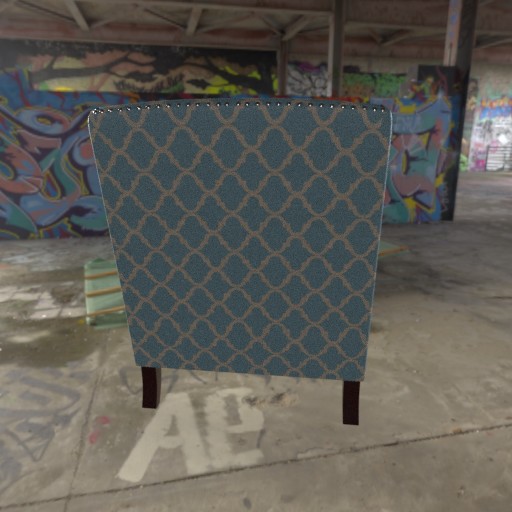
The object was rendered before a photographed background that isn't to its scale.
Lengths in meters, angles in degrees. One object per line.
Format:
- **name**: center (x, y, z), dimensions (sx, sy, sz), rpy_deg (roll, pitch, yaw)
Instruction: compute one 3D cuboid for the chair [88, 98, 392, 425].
- **chair**: center (0.000, 0.000, 1.293), dimensions (0.617, 0.817, 0.686), rpy_deg (2, 15, 7)
